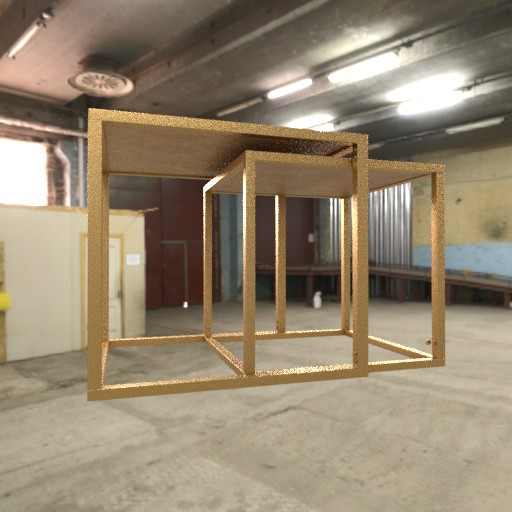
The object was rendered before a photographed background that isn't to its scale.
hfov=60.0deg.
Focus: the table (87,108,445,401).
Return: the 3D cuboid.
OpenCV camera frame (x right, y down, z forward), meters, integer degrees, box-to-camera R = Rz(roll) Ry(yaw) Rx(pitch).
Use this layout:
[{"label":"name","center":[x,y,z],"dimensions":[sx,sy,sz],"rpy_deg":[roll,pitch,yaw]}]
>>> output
[{"label":"table","center":[0.000,0.000,1.113],"dimensions":[0.762,0.505,0.505],"rpy_deg":[0,0,-17]}]
